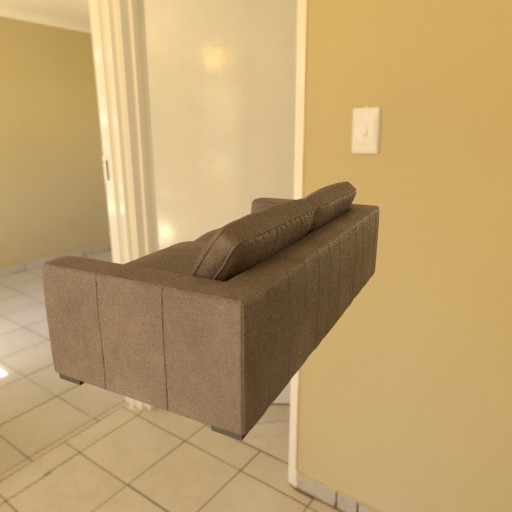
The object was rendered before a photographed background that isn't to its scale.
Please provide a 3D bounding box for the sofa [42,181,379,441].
[{"bbox_3d":[0.000,0.000,2.757,1.070,0.801,2.262,8,18,26],"label":"sofa"}]
